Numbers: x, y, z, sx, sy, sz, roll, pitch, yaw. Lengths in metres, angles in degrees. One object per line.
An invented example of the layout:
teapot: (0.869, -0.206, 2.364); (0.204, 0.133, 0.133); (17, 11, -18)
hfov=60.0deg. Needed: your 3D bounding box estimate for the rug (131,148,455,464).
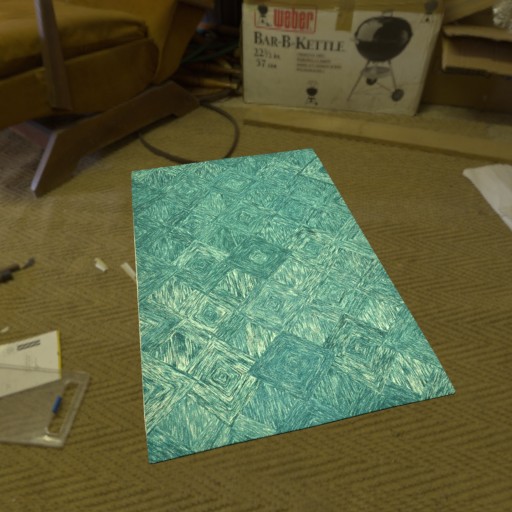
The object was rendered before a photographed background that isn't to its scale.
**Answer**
rug: (0.000, 0.000, 2.142); (1.136, 0.017, 1.728); (-9, 46, -9)
